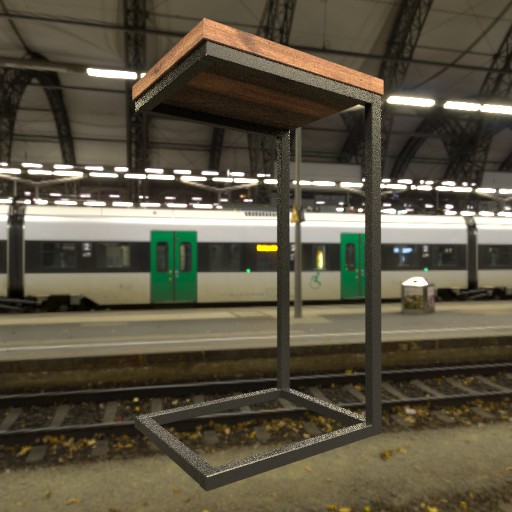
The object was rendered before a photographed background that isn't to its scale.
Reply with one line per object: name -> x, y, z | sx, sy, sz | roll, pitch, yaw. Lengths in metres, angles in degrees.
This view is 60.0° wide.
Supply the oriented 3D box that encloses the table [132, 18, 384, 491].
table -> 0.000, 0.000, 0.917 | 0.414, 0.718, 0.323 | 0, -1, -34
